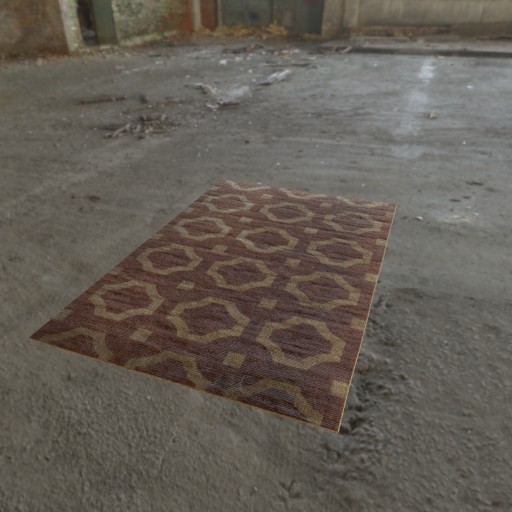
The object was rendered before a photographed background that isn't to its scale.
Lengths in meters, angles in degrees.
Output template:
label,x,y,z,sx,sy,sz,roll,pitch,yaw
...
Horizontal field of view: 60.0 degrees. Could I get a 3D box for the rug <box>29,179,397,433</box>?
label,x,y,z,sx,sy,sz,roll,pitch,yaw
rug,0.000,0.000,2.881,1.555,0.016,2.286,11,33,18
